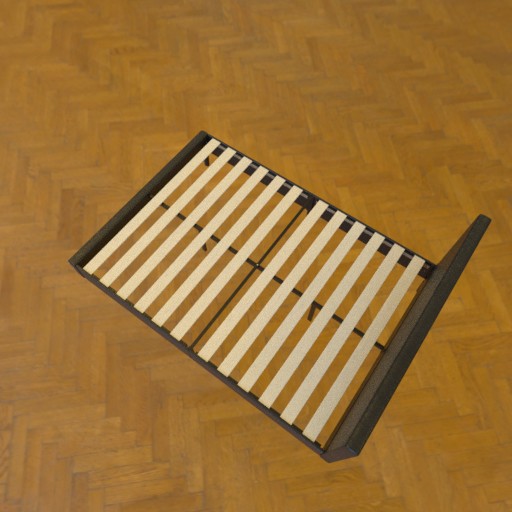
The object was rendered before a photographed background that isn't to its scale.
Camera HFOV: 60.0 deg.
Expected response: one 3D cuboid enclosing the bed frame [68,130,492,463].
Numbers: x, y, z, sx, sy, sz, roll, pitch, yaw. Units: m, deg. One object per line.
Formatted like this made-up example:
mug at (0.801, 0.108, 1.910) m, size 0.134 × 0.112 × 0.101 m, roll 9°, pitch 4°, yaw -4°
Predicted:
bed frame at (0.000, 0.000, 2.912) m, size 2.152 × 1.046 × 1.469 m, roll 33°, pitch 68°, yaw 15°
